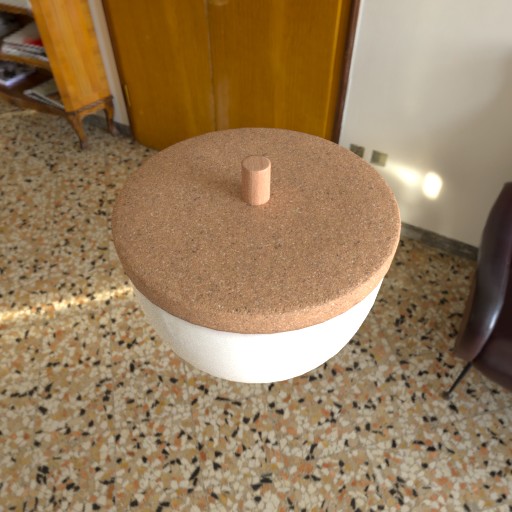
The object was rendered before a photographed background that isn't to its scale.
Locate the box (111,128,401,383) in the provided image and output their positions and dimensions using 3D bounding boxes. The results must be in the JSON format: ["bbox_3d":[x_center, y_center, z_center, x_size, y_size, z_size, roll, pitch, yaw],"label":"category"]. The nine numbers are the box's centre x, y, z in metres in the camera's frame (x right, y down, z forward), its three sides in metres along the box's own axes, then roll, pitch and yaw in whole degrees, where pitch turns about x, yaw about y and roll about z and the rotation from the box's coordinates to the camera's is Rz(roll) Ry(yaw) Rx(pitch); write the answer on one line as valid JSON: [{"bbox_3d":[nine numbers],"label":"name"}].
[{"bbox_3d":[0.000,0.000,0.188,0.107,0.094,0.107,0,46,0],"label":"box"}]
